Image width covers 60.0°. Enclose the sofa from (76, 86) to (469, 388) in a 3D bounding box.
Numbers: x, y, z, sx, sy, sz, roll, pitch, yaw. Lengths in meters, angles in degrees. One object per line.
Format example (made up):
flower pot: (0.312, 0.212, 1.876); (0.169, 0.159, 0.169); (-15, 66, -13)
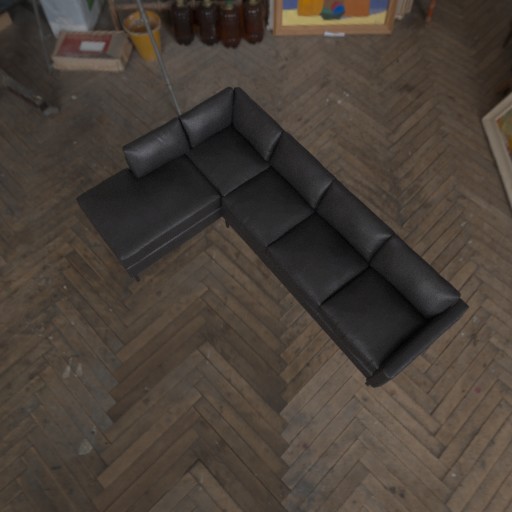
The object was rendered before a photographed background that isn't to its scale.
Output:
sofa: (0.000, 0.000, 3.904); (1.938, 0.877, 2.984); (-36, 69, -16)
